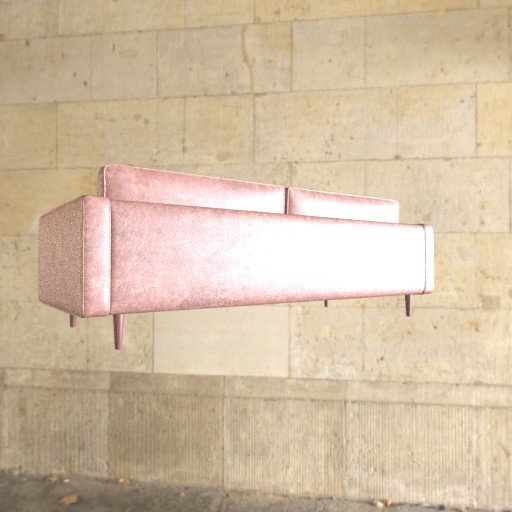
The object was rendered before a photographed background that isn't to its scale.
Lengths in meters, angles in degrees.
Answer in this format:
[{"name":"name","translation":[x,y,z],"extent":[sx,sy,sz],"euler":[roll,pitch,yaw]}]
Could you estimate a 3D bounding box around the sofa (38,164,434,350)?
[{"name":"sofa","translation":[0.000,0.000,2.599],"extent":[2.210,0.762,0.914],"euler":[1,-1,-35]}]
